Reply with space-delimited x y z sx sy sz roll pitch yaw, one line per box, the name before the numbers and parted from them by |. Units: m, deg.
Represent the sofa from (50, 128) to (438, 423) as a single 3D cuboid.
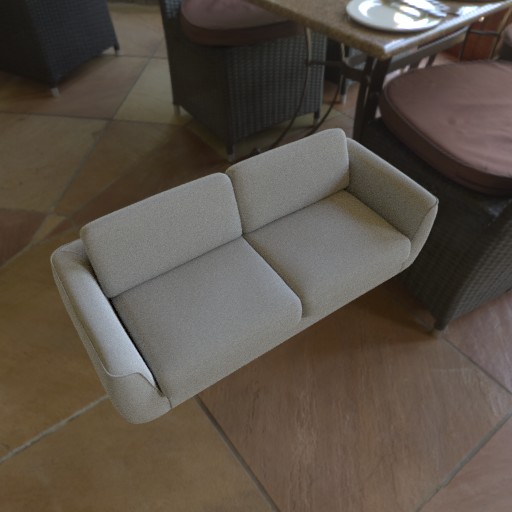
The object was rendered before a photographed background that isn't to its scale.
sofa | 0.000 0.000 2.493 2.000 0.850 0.920 -26 52 -22
